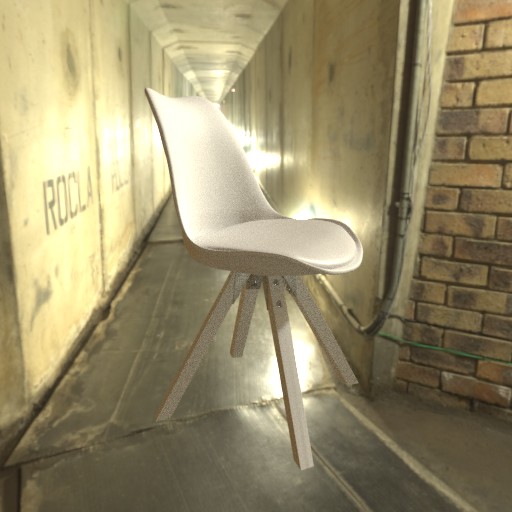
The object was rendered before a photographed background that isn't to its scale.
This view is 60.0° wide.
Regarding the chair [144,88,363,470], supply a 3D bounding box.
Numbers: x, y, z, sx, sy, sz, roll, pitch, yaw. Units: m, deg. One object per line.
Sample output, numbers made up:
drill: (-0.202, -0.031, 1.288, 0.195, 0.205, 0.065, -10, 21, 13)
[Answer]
chair: (0.000, 0.000, 1.185, 0.550, 0.850, 0.485, 7, 16, 26)
